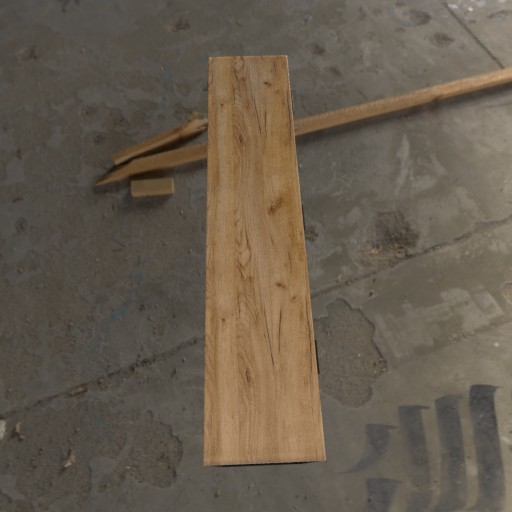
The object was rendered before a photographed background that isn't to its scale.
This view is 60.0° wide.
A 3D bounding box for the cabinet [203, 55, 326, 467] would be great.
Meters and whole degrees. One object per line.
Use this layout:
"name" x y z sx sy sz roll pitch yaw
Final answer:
"cabinet" 0.000 0.000 2.113 0.395 0.762 1.800 -2 64 -1
